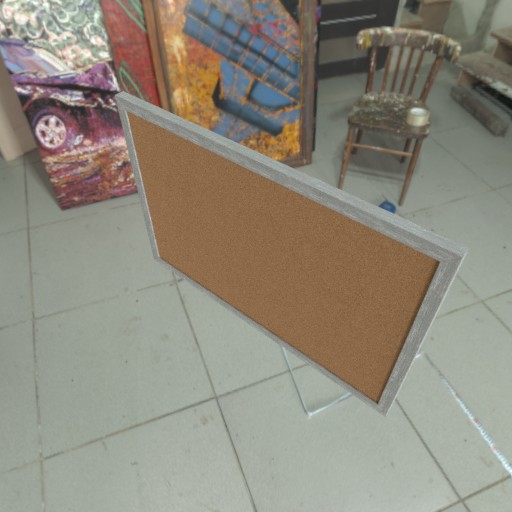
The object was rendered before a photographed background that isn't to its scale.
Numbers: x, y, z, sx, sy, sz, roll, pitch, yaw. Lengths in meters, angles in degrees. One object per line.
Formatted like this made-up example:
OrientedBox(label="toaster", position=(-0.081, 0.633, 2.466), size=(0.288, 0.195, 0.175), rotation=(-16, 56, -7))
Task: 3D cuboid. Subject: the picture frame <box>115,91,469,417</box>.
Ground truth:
OrientedBox(label="picture frame", position=(0.000, 0.000, 1.215), size=(0.950, 0.640, 0.029), rotation=(30, 53, 26))
